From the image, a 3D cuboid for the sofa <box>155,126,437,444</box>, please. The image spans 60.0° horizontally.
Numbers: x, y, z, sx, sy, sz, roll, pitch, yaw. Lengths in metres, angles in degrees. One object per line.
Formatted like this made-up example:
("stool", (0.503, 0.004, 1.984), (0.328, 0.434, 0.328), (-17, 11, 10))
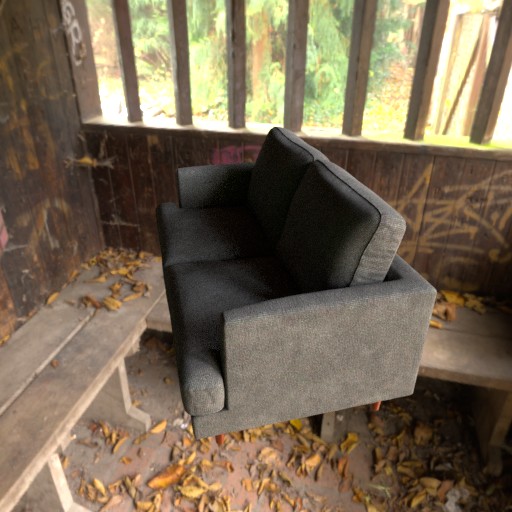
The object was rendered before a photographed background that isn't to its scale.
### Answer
("sofa", (0.000, 0.000, 2.171), (0.903, 0.956, 1.582), (-7, 30, -12))
